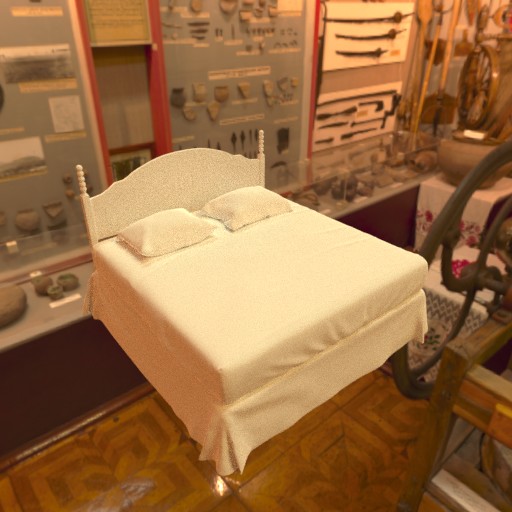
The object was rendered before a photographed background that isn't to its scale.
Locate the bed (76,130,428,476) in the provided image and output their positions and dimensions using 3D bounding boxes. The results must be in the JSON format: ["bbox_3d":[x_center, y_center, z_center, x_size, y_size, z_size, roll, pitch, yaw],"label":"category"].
[{"bbox_3d":[0.000,0.000,3.596,2.322,1.355,2.219,-21,35,-33],"label":"bed"}]
